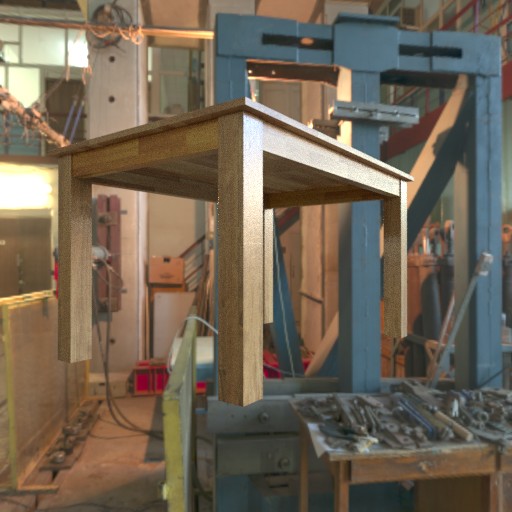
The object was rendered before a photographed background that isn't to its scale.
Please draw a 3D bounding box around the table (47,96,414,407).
[{"bbox_3d":[0.000,0.000,1.843,0.900,0.750,1.300,0,0,37],"label":"table"}]
